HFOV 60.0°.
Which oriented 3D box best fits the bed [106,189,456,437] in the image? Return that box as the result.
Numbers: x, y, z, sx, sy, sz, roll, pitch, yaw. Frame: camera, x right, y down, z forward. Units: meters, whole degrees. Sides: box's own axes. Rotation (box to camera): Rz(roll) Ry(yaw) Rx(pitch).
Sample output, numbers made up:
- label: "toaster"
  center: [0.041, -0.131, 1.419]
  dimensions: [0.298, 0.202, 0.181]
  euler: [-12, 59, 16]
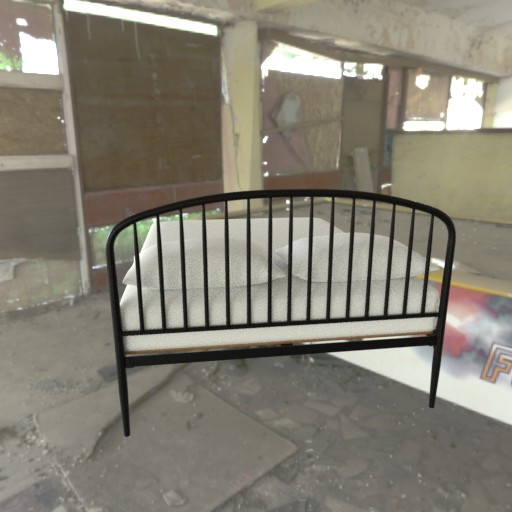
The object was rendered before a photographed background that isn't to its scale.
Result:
- label: "bed"
  center: [0.000, 0.000, 3.108]
  dimensions: [1.618, 1.166, 2.159]
  euler: [-2, 15, -8]
